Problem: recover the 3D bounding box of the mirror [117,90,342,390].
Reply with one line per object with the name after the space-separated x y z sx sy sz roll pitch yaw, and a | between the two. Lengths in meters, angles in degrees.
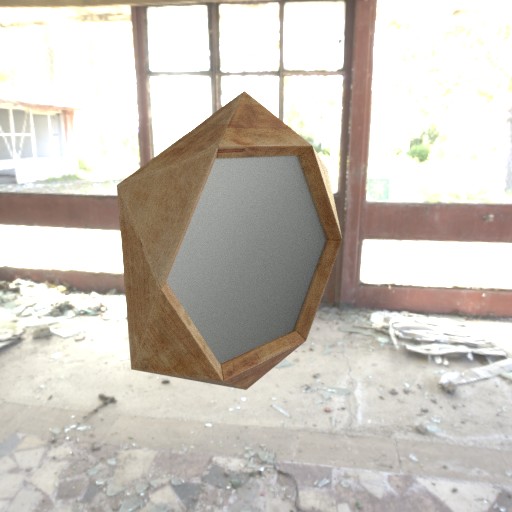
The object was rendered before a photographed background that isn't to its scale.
0.000 0.000 1.100 0.675 0.779 0.091 -14 20 -43 | mirror
